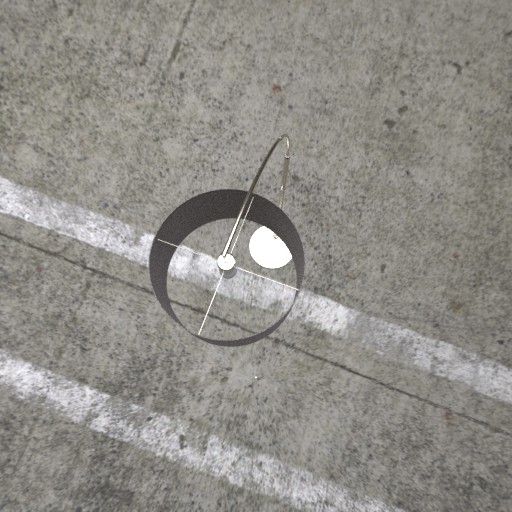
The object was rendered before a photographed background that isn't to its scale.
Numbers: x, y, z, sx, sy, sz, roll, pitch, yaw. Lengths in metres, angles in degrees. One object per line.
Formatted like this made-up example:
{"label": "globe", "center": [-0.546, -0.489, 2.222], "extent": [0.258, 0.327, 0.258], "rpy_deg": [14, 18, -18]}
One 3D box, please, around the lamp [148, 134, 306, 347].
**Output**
{"label": "lamp", "center": [0.000, 0.000, 2.080], "extent": [0.452, 1.735, 0.934], "rpy_deg": [20, 76, 5]}
